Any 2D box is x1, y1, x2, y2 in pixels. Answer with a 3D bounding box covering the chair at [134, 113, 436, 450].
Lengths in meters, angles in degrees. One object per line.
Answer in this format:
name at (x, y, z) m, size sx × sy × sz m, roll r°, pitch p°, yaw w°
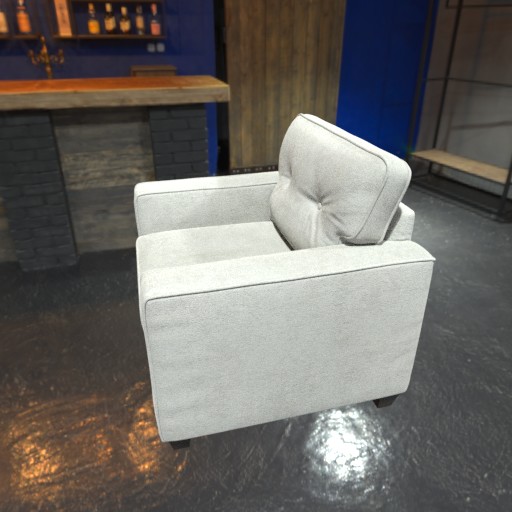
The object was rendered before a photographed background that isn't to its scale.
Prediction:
chair at (0.000, 0.000, 1.789) m, size 0.939 × 0.965 × 1.015 m, roll -7°, pitch 29°, yaw -13°
